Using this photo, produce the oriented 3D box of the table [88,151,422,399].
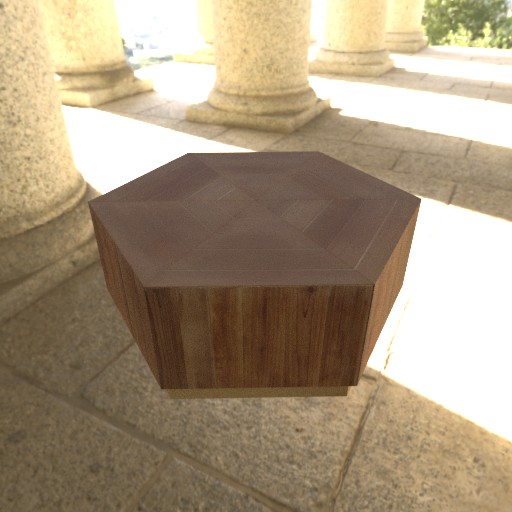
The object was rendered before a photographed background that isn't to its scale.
[{"bbox_3d":[0.000,0.000,1.652,1.154,0.456,1.000,-1,32,-1],"label":"table"}]
